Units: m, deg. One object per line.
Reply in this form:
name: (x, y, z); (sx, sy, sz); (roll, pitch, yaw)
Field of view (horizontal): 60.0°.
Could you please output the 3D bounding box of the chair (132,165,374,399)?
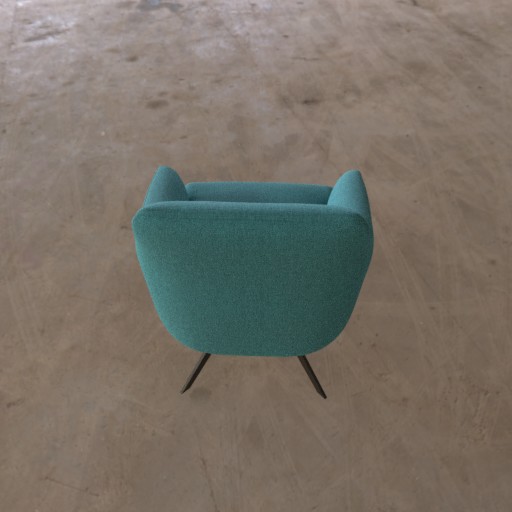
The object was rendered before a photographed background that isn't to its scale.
chair: (0.000, 0.000, 1.340); (0.642, 0.874, 0.677); (2, 46, 2)
